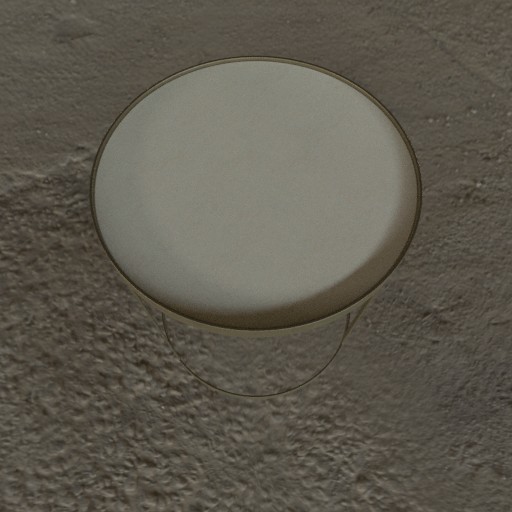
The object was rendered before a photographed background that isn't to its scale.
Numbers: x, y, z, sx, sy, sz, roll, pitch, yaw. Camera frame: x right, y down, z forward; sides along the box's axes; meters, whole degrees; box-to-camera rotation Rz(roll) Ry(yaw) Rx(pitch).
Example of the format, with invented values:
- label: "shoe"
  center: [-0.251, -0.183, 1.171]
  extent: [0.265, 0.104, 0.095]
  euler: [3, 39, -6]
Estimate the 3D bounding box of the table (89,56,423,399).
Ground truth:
- label: "table"
  center: [0.000, 0.000, 0.899]
  extent: [0.480, 0.565, 0.480]
  euler: [0, 64, 0]
